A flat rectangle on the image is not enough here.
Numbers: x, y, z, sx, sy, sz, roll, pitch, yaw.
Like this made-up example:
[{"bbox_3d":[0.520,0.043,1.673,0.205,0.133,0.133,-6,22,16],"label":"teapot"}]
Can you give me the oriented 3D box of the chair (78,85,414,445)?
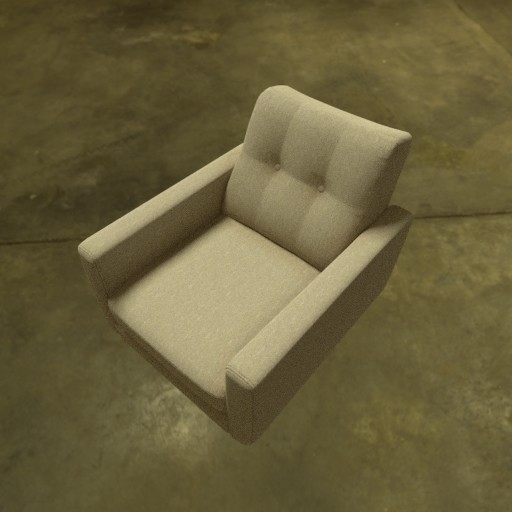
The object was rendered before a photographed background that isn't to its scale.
[{"bbox_3d":[0.000,0.000,1.864,0.897,0.965,1.128,32,55,27],"label":"chair"}]
